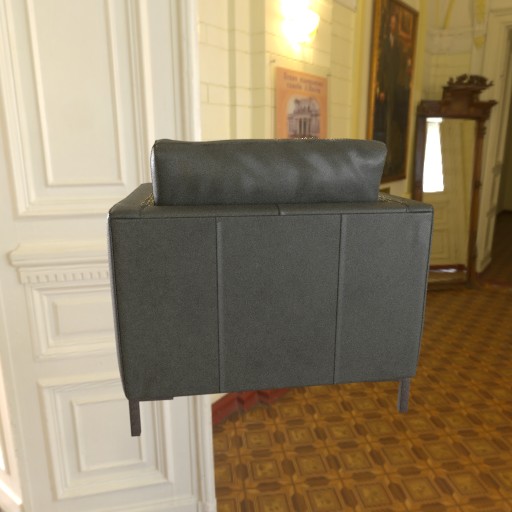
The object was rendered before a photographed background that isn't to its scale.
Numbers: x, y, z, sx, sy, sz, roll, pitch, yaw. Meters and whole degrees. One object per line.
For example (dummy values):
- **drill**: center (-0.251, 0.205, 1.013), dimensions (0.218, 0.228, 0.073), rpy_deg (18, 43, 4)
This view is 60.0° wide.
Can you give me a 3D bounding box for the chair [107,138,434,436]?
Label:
- **chair**: center (0.000, 0.000, 1.546), dimensions (0.967, 0.824, 0.861), rpy_deg (-2, 14, -8)
